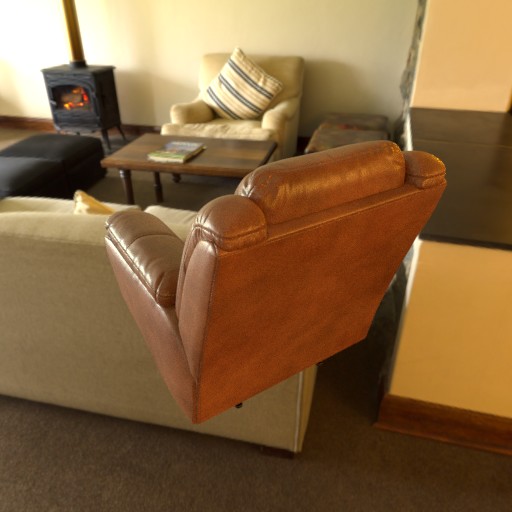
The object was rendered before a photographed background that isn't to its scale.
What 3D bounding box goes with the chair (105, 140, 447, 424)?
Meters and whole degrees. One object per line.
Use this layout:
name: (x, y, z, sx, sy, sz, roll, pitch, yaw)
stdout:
chair: (0.000, 0.000, 1.862, 0.990, 1.093, 1.041, -19, 35, -29)
